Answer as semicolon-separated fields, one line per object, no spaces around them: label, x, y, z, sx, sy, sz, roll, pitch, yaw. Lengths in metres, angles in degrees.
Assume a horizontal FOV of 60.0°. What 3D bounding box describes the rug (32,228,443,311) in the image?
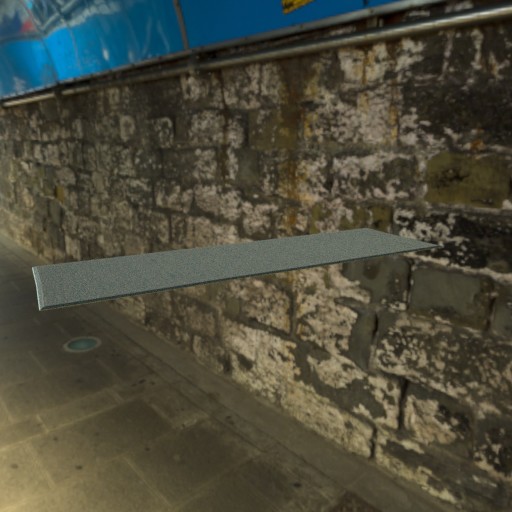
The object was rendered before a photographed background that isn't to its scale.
rug;0.000;0.000;2.447;2.196;0.011;0.662;-8;16;-27
